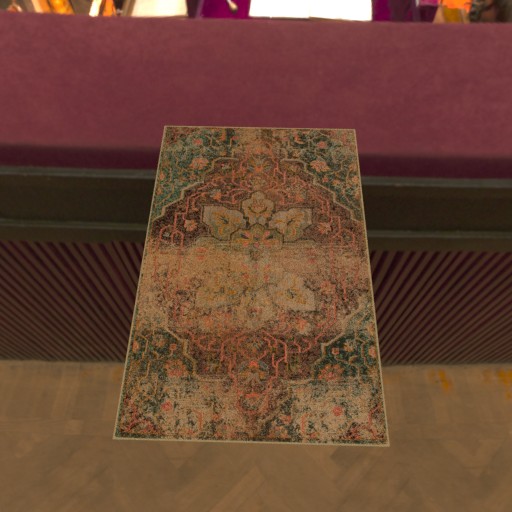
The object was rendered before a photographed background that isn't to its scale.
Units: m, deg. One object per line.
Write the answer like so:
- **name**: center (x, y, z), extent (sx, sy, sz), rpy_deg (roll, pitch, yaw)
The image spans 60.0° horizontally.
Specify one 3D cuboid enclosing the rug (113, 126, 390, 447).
- **rug**: center (0.000, 0.000, 2.990), extent (1.566, 0.004, 2.363), rpy_deg (2, 62, 1)
